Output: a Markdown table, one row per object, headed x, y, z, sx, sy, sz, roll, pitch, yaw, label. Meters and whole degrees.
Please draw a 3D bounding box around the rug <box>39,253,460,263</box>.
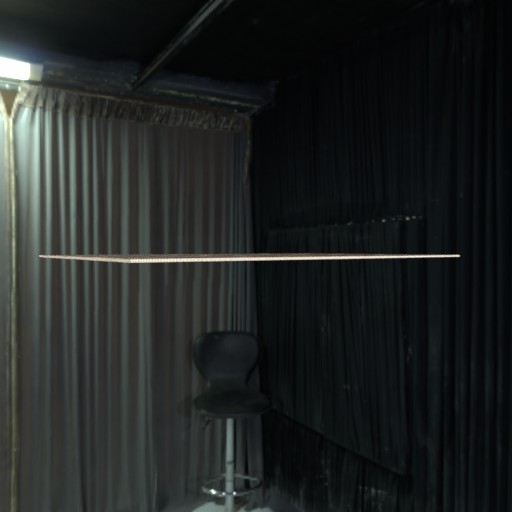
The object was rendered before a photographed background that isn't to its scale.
| x | y | z | sx | sy | sz | roll | pitch | yaw | label |
| --- | --- | --- | --- | --- | --- | --- | --- | --- | --- |
| 0.000 | 0.000 | 2.884 | 2.290 | 0.014 | 1.526 | -1 | 1 | -37 | rug |
